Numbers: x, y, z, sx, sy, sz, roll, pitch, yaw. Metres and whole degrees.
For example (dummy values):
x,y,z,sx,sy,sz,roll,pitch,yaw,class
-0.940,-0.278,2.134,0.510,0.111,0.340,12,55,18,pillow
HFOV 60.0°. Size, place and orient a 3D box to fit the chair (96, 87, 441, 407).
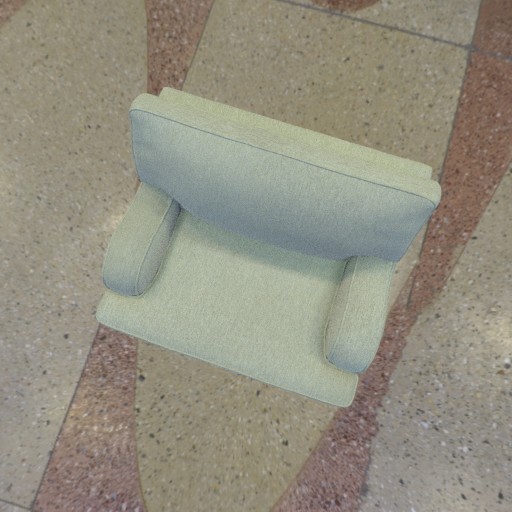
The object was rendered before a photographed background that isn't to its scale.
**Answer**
x,y,z,sx,sy,sz,roll,pitch,yaw,class
0.000,0.000,2.024,1.220,1.016,1.041,18,77,4,chair
